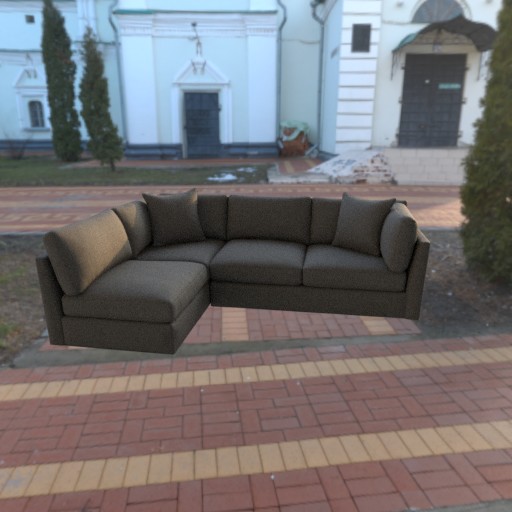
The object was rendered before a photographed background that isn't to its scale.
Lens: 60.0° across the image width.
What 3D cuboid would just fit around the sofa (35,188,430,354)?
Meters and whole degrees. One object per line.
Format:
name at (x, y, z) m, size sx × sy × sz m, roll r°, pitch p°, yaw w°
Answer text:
sofa at (0.000, 0.000, 3.921) m, size 2.896 × 0.978 × 1.994 m, roll 3°, pitch 16°, yaw 9°
